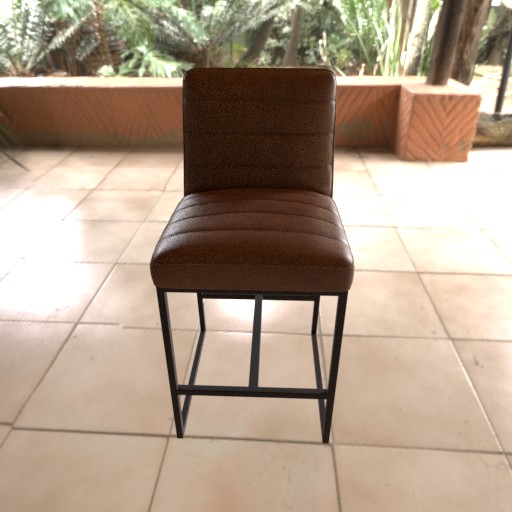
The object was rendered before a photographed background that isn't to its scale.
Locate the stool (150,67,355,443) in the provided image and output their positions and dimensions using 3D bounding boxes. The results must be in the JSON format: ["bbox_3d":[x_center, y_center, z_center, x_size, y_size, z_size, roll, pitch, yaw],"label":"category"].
[{"bbox_3d":[0.000,0.000,1.261,0.458,0.940,0.556,1,30,2],"label":"stool"}]
